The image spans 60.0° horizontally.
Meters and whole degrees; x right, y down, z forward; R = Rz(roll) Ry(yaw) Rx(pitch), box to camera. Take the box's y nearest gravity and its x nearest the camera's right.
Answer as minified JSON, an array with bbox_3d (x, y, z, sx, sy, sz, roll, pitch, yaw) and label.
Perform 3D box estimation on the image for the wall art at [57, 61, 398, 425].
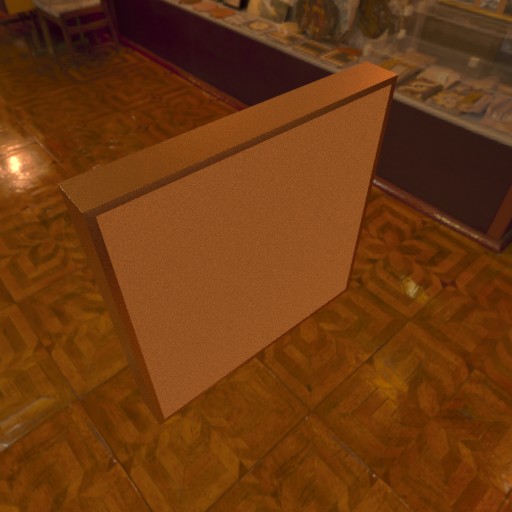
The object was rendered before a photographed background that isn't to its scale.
[{"bbox_3d":[0.000,0.000,0.455,0.304,0.304,0.038,-31,53,-26],"label":"wall art"}]
